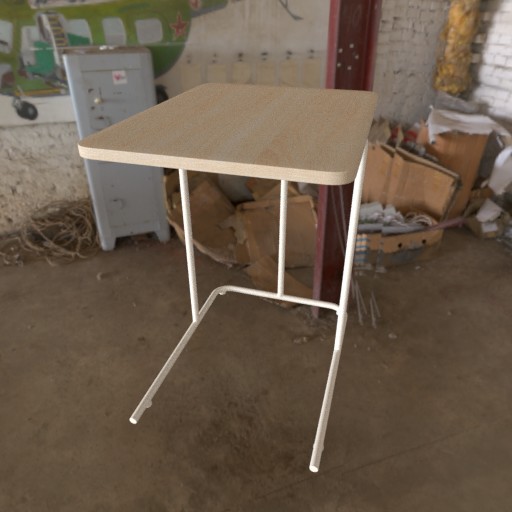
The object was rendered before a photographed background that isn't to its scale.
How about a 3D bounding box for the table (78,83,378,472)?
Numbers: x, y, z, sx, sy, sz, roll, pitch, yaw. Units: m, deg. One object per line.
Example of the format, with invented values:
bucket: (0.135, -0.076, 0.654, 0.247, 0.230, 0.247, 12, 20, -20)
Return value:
table: (0.000, 0.000, 0.872, 0.370, 0.550, 0.480, 9, 32, 14)
